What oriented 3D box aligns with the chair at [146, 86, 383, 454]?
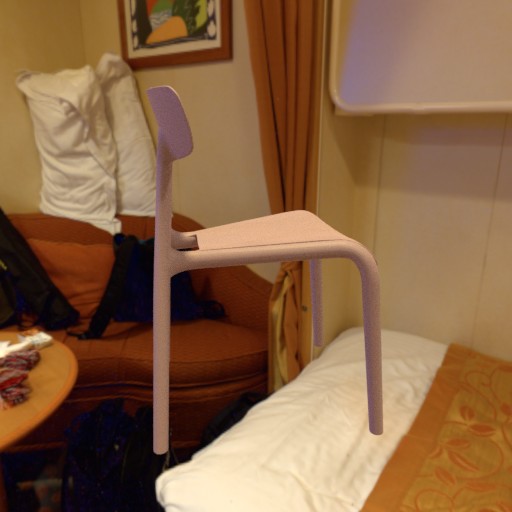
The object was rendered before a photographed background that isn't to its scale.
[{"bbox_3d":[0.000,0.000,0.836,0.401,0.580,0.356,-3,16,-10],"label":"chair"}]
